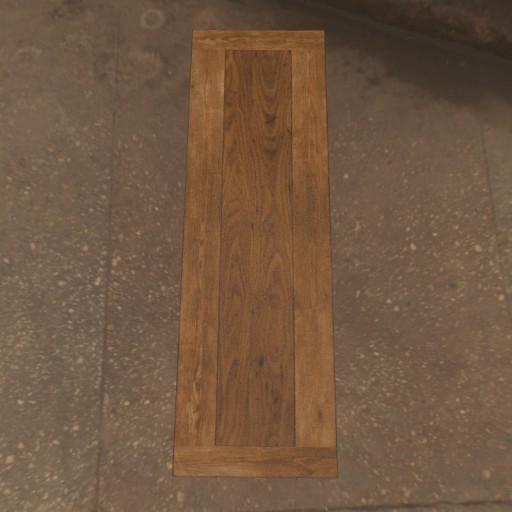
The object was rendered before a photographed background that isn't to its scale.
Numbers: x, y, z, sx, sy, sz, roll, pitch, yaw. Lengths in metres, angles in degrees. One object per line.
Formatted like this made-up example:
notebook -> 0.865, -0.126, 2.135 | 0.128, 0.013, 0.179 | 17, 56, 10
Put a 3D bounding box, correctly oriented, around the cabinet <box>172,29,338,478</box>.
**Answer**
cabinet -> 0.000, 0.000, 1.818 | 0.480, 0.813, 1.474 | 0, 78, 0
